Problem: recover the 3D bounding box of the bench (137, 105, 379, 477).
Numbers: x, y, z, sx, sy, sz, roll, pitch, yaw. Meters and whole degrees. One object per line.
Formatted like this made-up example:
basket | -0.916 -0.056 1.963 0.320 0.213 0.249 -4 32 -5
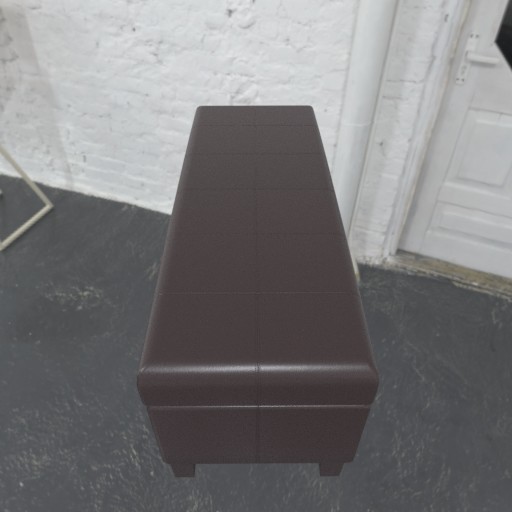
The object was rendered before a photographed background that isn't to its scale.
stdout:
bench | 0.000 0.000 1.286 0.429 0.457 1.092 0 42 0
